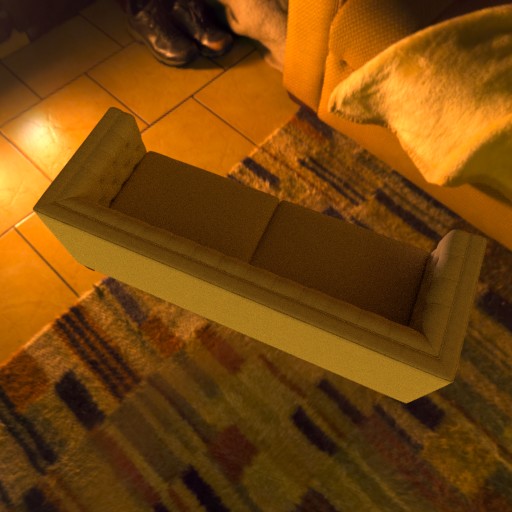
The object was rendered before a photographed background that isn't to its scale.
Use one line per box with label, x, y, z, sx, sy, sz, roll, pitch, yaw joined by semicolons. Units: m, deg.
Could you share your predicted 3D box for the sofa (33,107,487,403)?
sofa;0.000;0.000;2.550;2.159;0.762;0.775;21;66;10
